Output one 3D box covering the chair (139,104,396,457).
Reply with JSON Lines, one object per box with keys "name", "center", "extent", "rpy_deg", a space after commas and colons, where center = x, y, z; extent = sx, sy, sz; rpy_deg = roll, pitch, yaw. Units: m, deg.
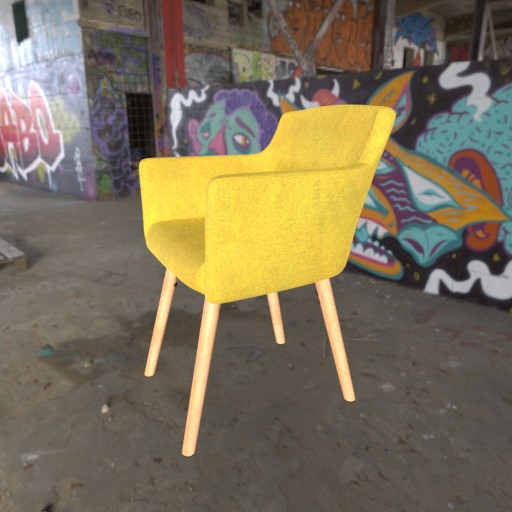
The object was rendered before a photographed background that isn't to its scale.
{"name": "chair", "center": [0.000, 0.000, 1.193], "extent": [0.570, 0.780, 0.570], "rpy_deg": [-8, 18, -26]}
